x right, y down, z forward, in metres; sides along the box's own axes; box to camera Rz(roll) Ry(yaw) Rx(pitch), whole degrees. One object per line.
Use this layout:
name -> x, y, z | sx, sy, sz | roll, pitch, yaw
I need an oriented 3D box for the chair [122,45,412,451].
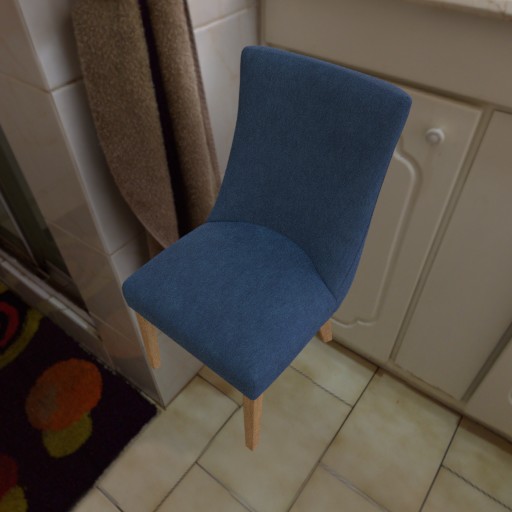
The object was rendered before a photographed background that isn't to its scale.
chair -> 0.000, 0.000, 1.241 | 0.495, 0.902, 0.609 | 30, 52, 26
